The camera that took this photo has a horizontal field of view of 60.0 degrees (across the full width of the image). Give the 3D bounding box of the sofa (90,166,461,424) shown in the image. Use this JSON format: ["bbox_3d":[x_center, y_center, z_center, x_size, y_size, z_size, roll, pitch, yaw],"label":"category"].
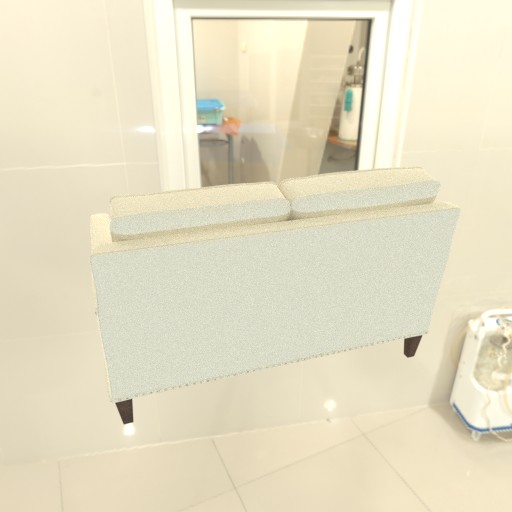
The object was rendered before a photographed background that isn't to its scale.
[{"bbox_3d":[0.000,0.000,2.273,1.597,1.003,1.084,-8,27,-16],"label":"sofa"}]
